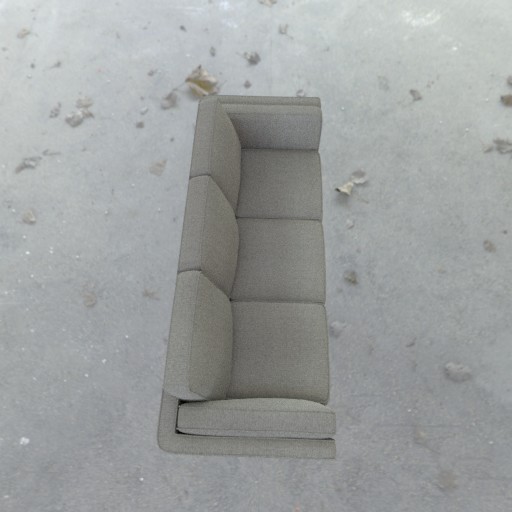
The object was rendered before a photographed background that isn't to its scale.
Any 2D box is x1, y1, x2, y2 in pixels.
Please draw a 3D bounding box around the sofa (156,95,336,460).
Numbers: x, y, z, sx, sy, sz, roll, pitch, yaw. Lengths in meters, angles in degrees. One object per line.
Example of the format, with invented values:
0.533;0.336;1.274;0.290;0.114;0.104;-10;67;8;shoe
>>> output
0.000;0.000;2.830;0.903;0.899;2.362;2;63;1;sofa
